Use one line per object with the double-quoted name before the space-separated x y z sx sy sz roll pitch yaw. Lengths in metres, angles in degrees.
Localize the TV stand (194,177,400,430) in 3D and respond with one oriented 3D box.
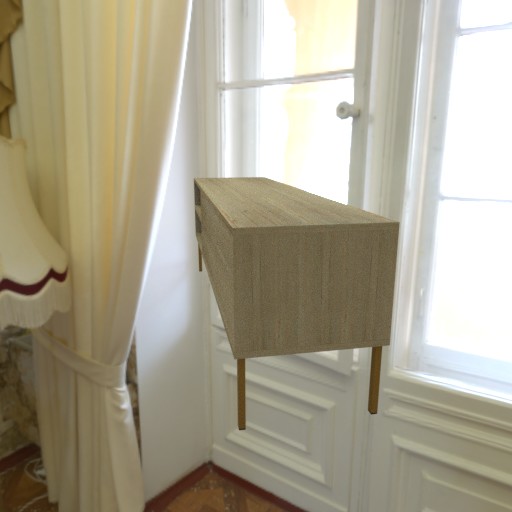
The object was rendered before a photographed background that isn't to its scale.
"TV stand" 0.000 0.000 1.895 0.420 0.550 1.600 -3 14 -11
